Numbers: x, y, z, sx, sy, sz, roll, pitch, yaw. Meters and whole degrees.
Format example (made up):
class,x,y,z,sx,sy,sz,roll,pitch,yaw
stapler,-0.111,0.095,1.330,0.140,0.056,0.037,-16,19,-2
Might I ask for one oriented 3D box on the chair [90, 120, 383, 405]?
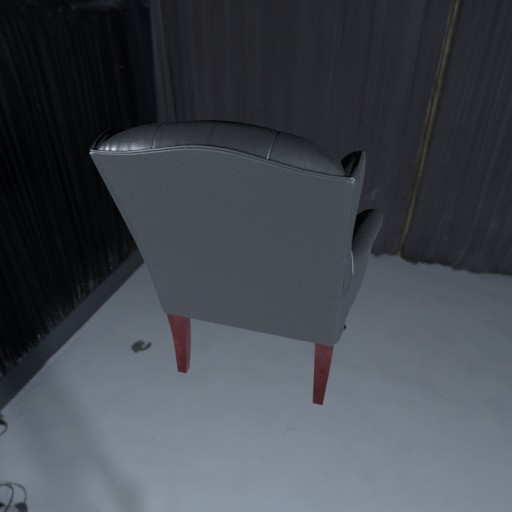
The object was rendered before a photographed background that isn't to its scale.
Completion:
class,x,y,z,sx,sy,sz,roll,pitch,yaw
chair,0.000,0.000,1.599,0.838,1.111,0.762,9,33,14
